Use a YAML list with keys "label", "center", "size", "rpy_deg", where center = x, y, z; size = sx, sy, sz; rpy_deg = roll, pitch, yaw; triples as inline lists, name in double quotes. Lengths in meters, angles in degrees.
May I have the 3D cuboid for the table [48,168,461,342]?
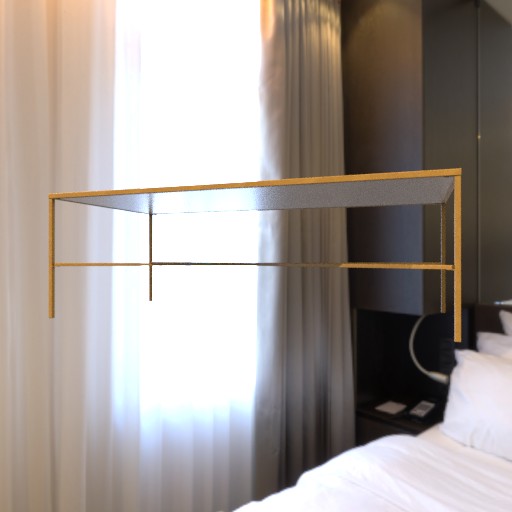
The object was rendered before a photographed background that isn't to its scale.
- label: "table"
  center: [0.000, 0.000, 1.490]
  size: [1.206, 0.398, 0.580]
  rpy_deg: [0, 0, 20]
